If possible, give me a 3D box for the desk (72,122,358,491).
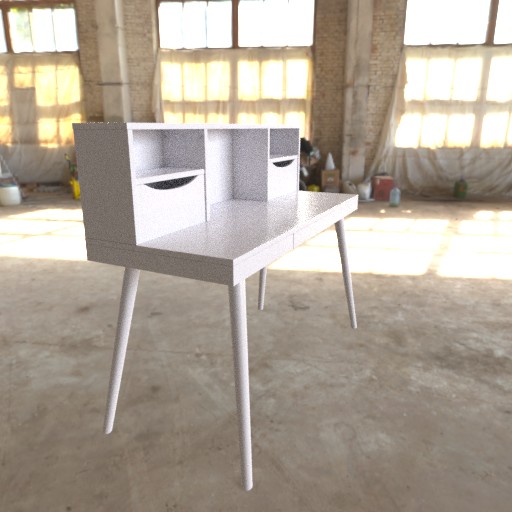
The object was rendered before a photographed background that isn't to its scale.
[{"bbox_3d":[0.000,0.000,1.733,0.559,0.990,1.199,8,18,26],"label":"desk"}]
